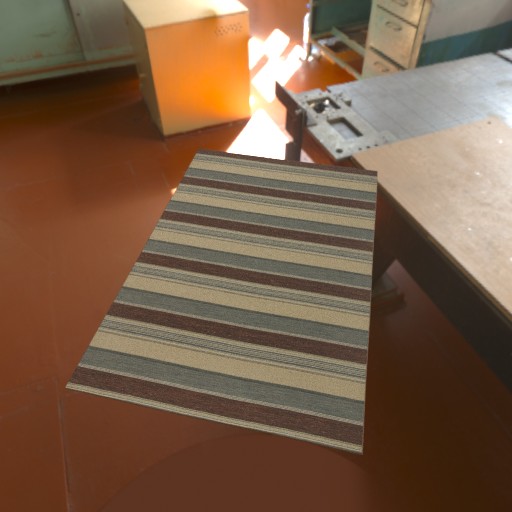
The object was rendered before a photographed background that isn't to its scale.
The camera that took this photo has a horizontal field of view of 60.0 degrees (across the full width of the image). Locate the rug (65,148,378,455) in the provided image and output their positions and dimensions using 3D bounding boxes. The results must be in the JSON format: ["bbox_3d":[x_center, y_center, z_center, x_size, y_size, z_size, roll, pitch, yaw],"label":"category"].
[{"bbox_3d":[0.000,0.000,2.357,1.219,0.008,1.829,9,47,9],"label":"rug"}]
